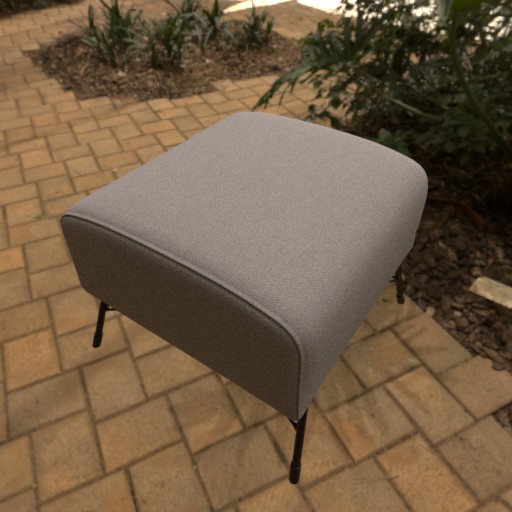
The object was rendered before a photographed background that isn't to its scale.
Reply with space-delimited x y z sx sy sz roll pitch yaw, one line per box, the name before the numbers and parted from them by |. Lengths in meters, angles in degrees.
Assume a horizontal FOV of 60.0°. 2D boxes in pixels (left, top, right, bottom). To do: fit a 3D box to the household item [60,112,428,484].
household item | 0.000 0.000 0.905 0.530 0.410 0.530 24 46 25
